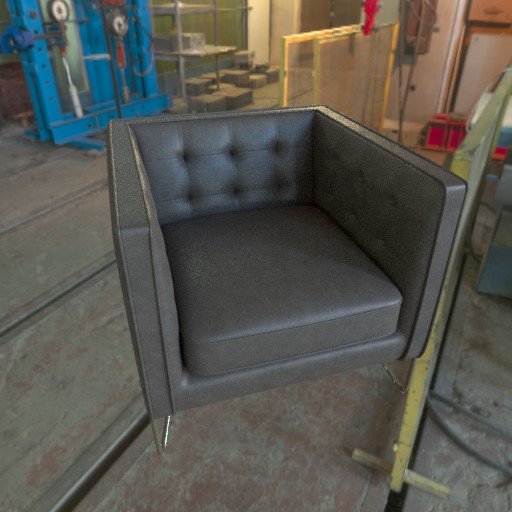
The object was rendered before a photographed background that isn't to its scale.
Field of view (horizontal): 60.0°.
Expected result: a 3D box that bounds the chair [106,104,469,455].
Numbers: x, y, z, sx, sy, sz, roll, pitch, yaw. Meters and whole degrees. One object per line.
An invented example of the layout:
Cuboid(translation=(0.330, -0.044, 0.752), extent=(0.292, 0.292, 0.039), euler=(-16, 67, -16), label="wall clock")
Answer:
Cuboid(translation=(0.000, 0.000, 1.533), extent=(0.880, 0.790, 0.894), euler=(-9, 32, -14), label="chair")
